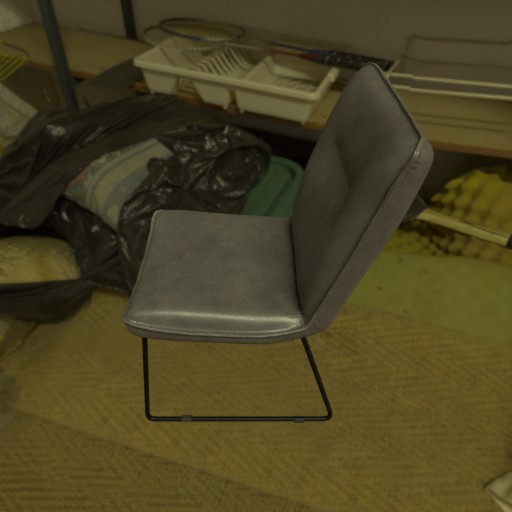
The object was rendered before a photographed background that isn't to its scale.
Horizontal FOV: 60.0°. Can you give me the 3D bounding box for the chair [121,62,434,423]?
[{"bbox_3d":[0.000,0.000,1.278,0.688,0.932,0.515,0,40,0],"label":"chair"}]
